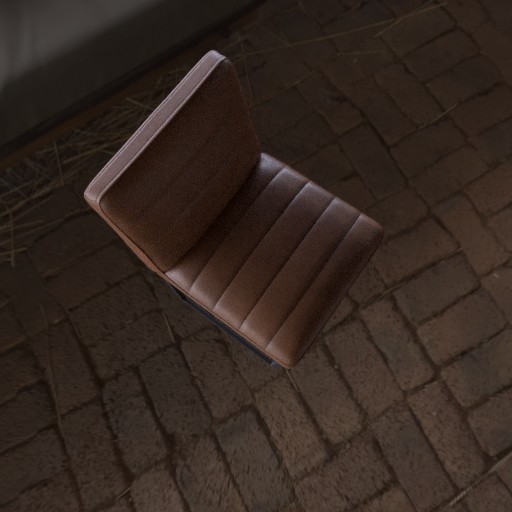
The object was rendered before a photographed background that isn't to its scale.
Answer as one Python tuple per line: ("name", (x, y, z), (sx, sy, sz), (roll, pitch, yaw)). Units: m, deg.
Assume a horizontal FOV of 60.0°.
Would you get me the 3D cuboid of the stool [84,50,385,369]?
("stool", (0.000, 0.000, 1.355), (0.556, 1.040, 0.458), (35, 78, 9))
